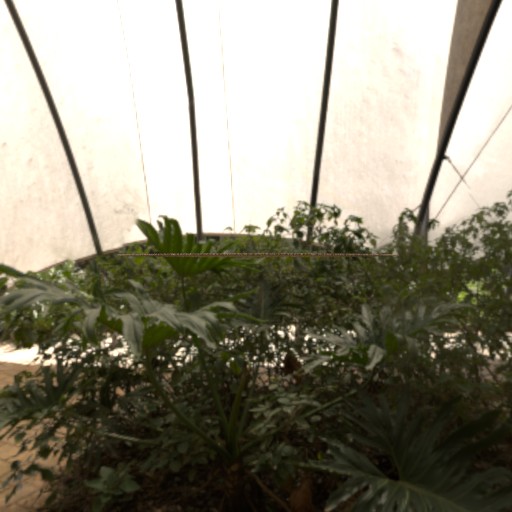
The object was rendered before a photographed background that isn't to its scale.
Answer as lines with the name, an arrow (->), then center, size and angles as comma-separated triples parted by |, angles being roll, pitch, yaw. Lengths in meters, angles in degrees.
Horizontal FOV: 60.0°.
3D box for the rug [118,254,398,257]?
rug -> 0.000, 0.000, 2.976 | 1.520, 0.006, 2.432 | 0, 0, -1
